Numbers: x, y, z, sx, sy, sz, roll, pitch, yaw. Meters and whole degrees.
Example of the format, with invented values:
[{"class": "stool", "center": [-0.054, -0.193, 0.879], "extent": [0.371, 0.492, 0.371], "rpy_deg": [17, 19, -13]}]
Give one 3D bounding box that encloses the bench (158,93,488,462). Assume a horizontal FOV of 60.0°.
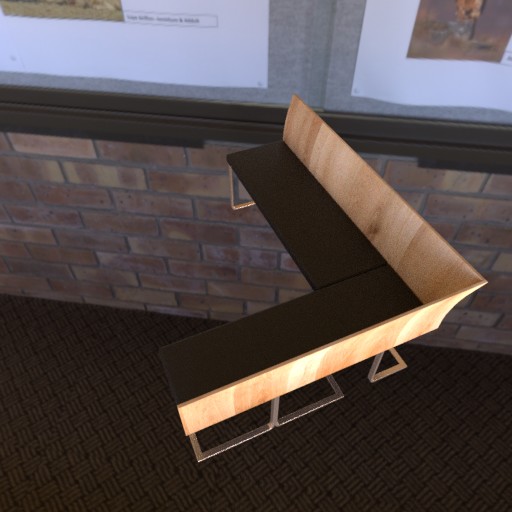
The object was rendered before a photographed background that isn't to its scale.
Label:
[{"class": "bench", "center": [0.000, 0.000, 2.795], "extent": [1.495, 0.930, 1.945], "rpy_deg": [-18, 50, -16]}]
